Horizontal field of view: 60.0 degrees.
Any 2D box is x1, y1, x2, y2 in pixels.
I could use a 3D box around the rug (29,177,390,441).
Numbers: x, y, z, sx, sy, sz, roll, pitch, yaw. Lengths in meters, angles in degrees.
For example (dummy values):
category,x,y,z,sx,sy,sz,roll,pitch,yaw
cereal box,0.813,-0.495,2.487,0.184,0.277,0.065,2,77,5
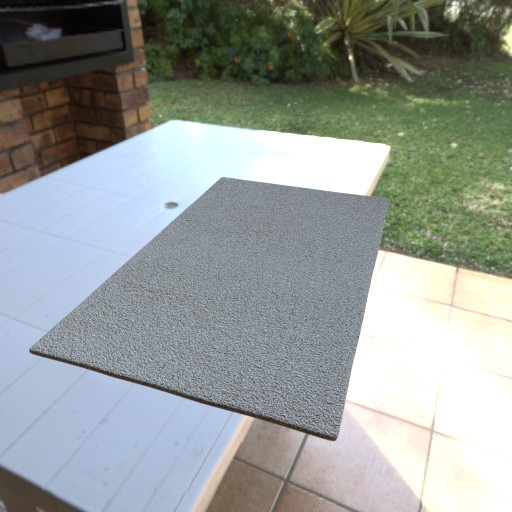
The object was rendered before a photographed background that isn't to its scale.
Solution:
category,x,y,z,sx,sy,sz,roll,pitch,yaw
rug,0.000,0.000,2.941,1.524,0.030,2.438,10,33,16
